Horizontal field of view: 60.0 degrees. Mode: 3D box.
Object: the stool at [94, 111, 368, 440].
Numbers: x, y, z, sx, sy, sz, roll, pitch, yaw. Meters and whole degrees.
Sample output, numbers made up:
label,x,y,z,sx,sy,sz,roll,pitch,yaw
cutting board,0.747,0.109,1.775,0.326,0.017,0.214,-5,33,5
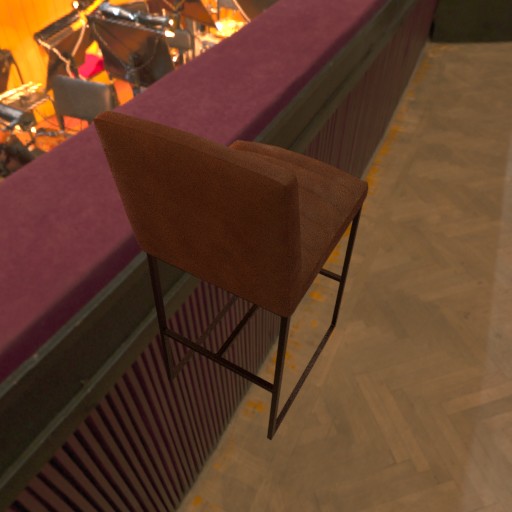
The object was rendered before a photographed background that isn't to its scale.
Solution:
label,x,y,z,sx,sy,sz,roll,pitch,yaw
stool,0.000,0.000,1.335,0.463,1.065,0.562,23,50,21
